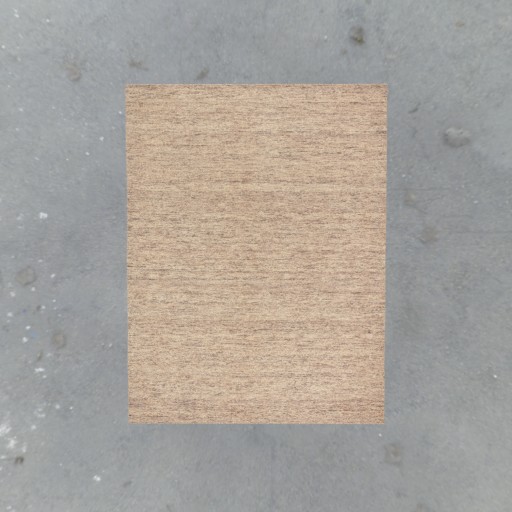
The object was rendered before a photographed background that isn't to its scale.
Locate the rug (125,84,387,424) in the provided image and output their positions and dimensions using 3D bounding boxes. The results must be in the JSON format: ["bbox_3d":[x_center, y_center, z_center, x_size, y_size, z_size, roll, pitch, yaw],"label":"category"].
[{"bbox_3d":[0.000,0.000,4.186,2.448,0.013,3.205,0,92,0],"label":"rug"}]
